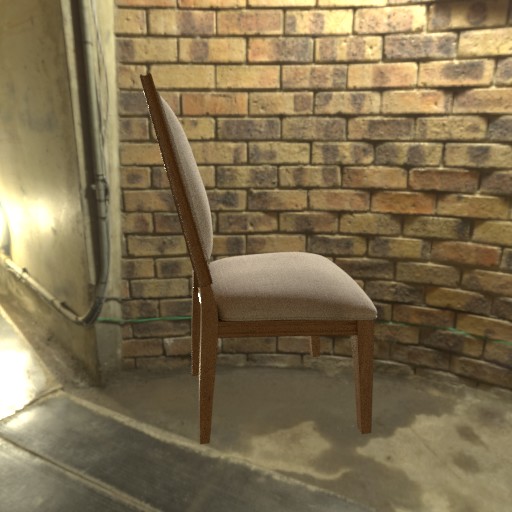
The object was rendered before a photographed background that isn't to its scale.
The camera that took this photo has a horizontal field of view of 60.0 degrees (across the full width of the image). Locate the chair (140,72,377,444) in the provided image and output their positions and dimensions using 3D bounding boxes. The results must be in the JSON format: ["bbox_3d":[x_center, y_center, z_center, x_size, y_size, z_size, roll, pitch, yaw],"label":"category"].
[{"bbox_3d":[0.000,0.000,1.356,0.601,0.988,0.536,-3,17,-11],"label":"chair"}]
